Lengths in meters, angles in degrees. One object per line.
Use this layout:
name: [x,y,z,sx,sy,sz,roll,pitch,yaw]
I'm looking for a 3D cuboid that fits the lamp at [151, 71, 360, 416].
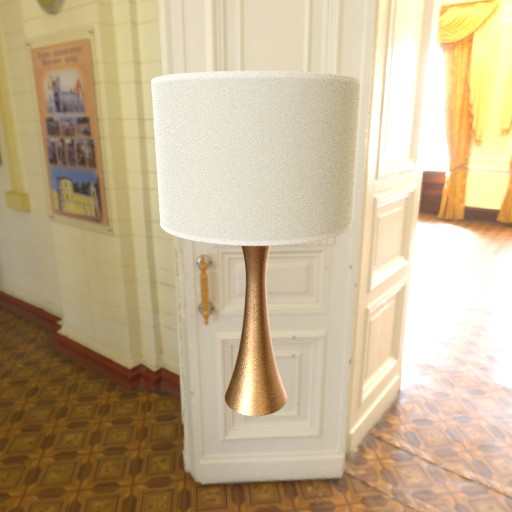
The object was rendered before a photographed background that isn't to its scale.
lamp: [0.000,0.000,0.652,0.268,0.479,0.268,-2,17,-8]
